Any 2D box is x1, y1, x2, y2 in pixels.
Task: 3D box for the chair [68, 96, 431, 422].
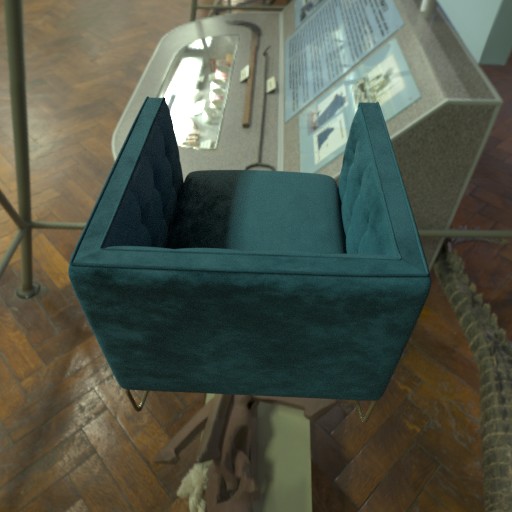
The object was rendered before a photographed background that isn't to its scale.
[{"bbox_3d":[0.000,0.000,1.593,0.880,0.790,0.894,2,46,2],"label":"chair"}]
